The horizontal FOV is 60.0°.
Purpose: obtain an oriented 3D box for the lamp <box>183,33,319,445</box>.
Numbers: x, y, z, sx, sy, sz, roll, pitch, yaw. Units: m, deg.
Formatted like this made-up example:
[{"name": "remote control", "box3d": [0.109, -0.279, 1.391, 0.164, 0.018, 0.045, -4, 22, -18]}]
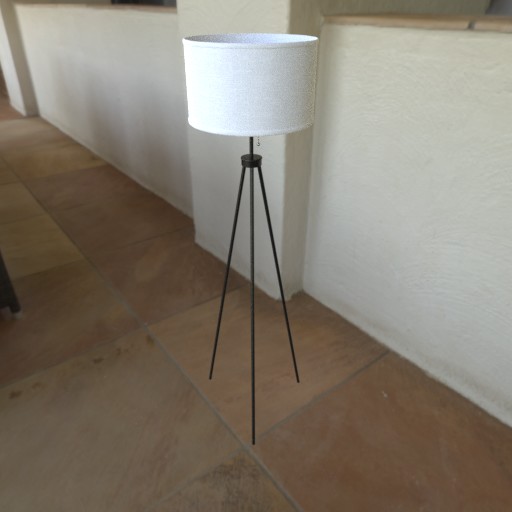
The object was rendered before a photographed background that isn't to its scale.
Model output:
[{"name": "lamp", "box3d": [0.000, 0.000, 1.742, 0.458, 1.545, 0.448, -19, 35, -29]}]
